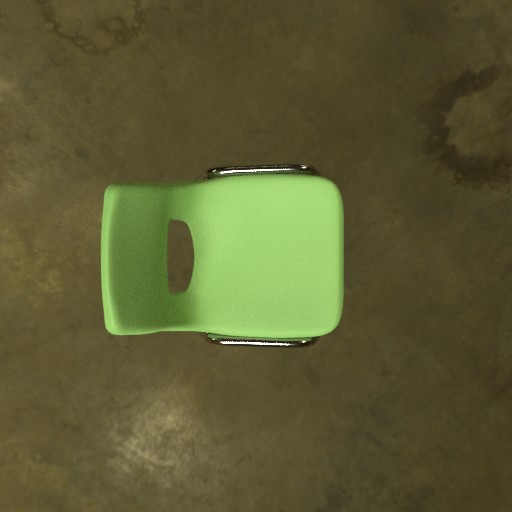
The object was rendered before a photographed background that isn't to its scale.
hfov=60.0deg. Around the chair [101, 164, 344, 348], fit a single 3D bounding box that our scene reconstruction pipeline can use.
[{"bbox_3d":[0.000,0.000,0.937,0.436,0.653,0.381,0,91,0],"label":"chair"}]
